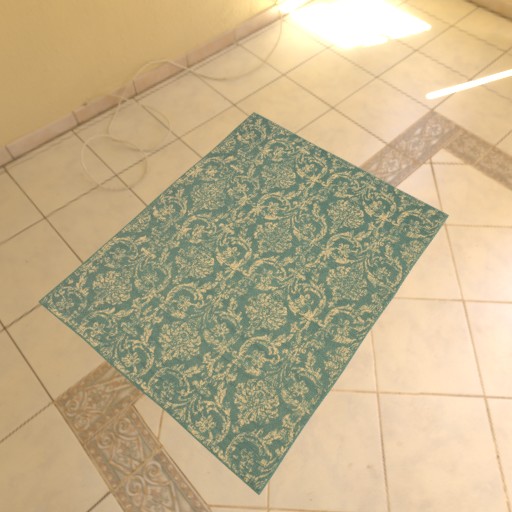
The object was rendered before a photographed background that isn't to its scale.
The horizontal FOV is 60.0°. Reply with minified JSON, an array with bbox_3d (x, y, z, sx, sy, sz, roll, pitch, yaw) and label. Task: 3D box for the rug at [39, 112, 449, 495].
[{"bbox_3d":[0.000,0.000,3.994,2.363,0.012,2.980,33,64,19],"label":"rug"}]
